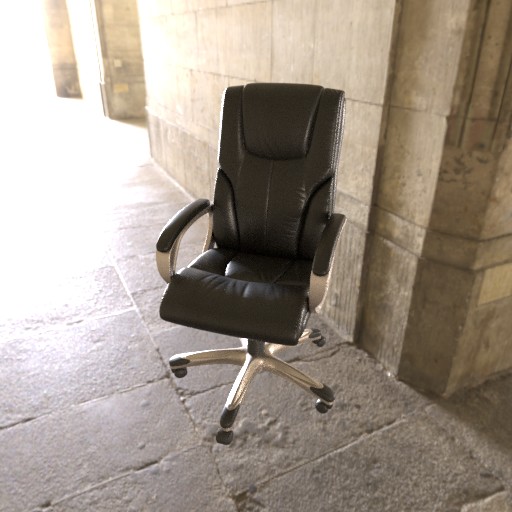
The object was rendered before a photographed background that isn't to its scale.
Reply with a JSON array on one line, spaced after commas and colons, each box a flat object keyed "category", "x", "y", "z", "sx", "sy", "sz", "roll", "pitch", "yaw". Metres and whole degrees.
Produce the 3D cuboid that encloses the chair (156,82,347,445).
[{"category": "chair", "x": 0.000, "y": 0.000, "z": 1.649, "sx": 0.700, "sy": 1.145, "sz": 0.780, "roll": 8, "pitch": 28, "yaw": 16}]
